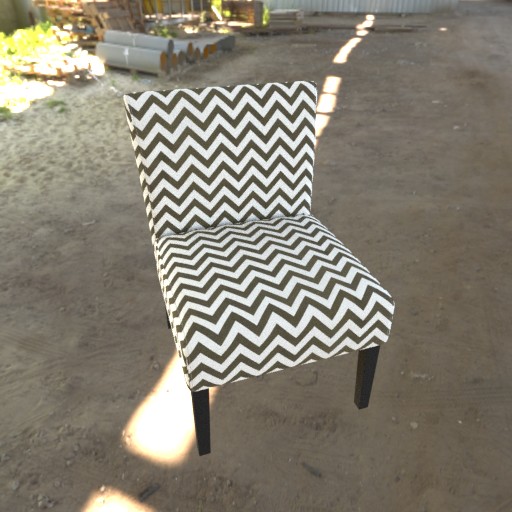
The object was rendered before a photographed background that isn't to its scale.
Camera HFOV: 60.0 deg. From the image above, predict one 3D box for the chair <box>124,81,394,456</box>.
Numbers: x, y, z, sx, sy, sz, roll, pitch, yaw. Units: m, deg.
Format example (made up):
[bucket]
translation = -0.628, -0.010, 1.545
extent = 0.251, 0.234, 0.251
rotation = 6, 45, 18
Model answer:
[chair]
translation = 0.000, 0.000, 1.300
extent = 0.589, 0.838, 0.648
rotation = -10, 33, -15
